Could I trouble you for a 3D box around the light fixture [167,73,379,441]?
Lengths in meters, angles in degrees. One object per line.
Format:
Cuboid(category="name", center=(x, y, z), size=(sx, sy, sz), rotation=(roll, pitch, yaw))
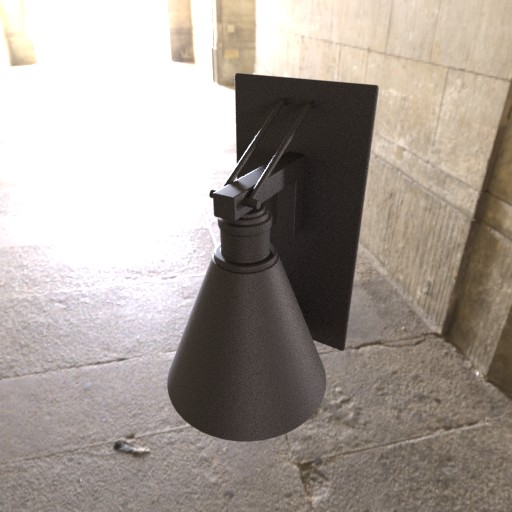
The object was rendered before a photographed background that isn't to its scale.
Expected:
Cuboid(category="light fixture", center=(0.000, 0.000, 0.424), size=(0.170, 0.298, 0.207), rotation=(17, 34, 27))
